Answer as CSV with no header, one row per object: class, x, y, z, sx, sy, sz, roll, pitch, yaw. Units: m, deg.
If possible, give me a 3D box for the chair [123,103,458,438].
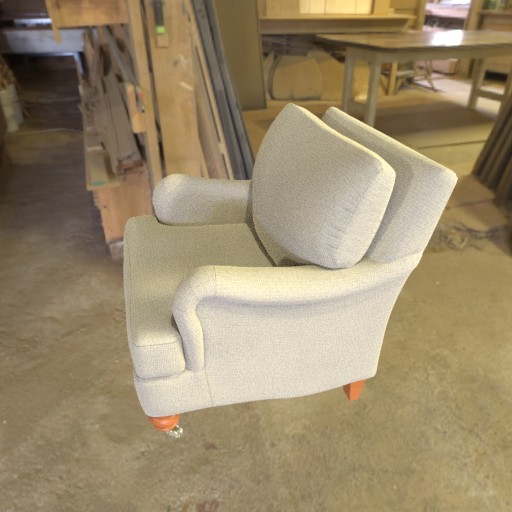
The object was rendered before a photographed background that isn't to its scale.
chair,0.000,0.000,1.833,1.070,1.038,0.955,-8,32,-13
